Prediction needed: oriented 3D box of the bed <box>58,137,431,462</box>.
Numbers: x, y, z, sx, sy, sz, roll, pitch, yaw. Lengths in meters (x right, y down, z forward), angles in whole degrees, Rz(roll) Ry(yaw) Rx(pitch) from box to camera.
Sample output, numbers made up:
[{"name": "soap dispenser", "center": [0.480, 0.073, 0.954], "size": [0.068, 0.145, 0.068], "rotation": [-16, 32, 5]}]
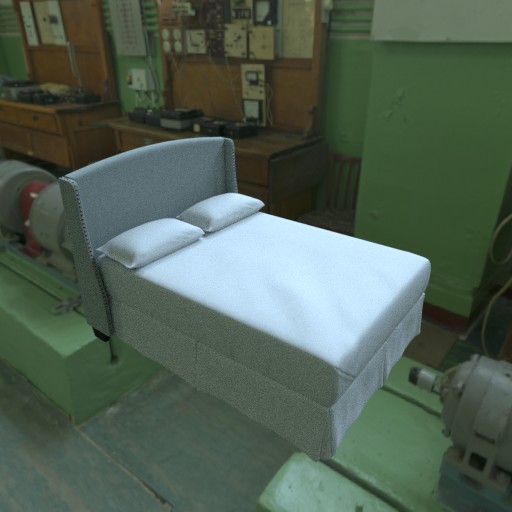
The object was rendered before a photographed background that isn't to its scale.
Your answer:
[{"name": "bed", "center": [0.000, 0.000, 3.384], "size": [2.237, 1.407, 1.710], "rotation": [19, 32, 33]}]
